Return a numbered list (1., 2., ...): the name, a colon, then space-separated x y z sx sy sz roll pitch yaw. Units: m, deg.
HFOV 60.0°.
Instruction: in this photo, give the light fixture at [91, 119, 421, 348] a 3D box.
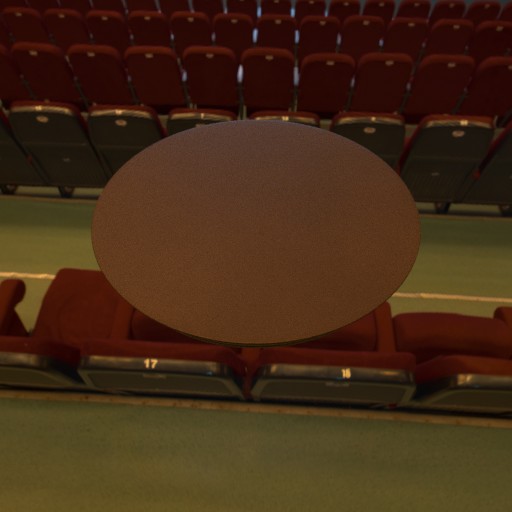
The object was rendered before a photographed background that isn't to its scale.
1. light fixture: 0.000 0.000 0.436 0.280 0.135 0.280 0 47 0
